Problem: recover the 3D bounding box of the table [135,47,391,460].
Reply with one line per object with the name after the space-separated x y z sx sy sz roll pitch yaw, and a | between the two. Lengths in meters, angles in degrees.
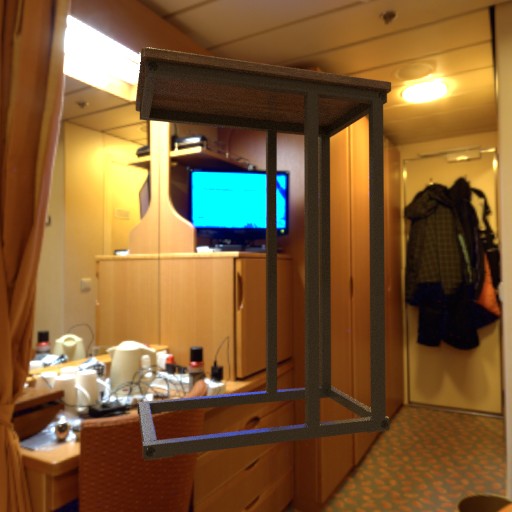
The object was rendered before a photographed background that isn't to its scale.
0.000 0.000 0.863 0.450 0.637 0.254 0 -2 -17 | table
